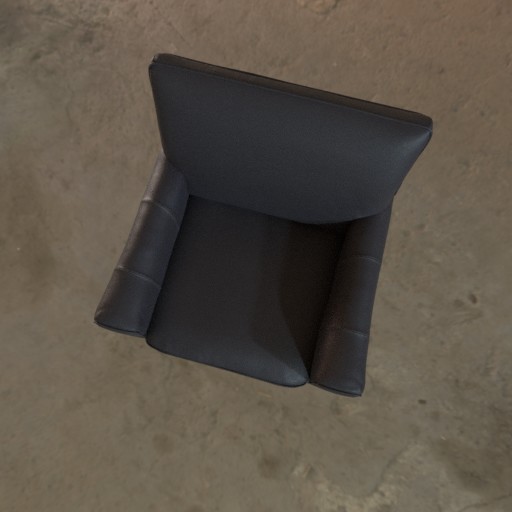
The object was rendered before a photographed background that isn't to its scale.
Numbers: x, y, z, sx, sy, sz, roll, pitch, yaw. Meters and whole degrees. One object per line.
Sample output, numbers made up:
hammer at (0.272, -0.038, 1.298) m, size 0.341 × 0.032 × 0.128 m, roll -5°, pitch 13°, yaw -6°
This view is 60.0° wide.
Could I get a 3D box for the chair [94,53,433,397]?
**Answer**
chair at (0.000, 0.000, 1.592) m, size 0.870 × 0.943 × 0.825 m, roll 15°, pitch 76°, yaw 4°
